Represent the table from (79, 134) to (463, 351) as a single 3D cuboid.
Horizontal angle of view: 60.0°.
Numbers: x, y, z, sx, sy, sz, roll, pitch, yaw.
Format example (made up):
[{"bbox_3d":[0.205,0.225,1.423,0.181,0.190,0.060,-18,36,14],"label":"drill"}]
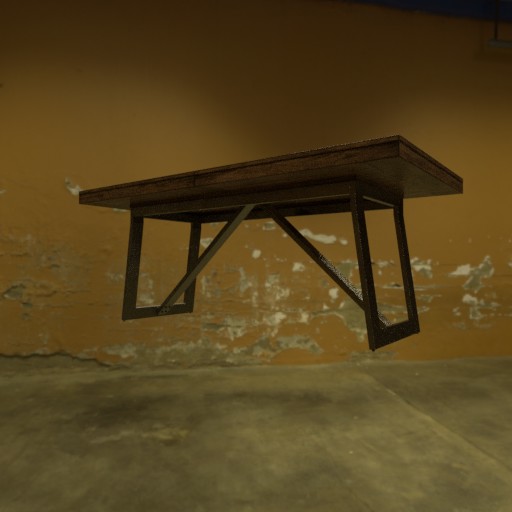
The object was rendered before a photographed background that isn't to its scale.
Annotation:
[{"bbox_3d":[0.000,0.000,2.375,1.867,0.757,0.931,-1,-2,37],"label":"table"}]
